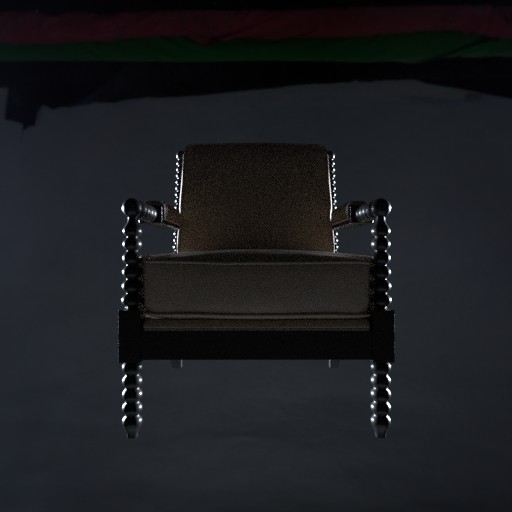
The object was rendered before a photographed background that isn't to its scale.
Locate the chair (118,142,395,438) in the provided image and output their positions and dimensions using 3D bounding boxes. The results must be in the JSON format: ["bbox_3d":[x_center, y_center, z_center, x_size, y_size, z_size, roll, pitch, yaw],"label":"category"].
[{"bbox_3d":[0.000,0.000,1.156,0.555,0.703,0.657,0,0,0],"label":"chair"}]
